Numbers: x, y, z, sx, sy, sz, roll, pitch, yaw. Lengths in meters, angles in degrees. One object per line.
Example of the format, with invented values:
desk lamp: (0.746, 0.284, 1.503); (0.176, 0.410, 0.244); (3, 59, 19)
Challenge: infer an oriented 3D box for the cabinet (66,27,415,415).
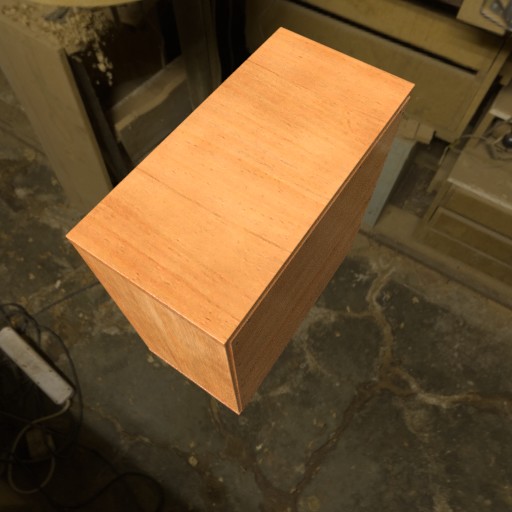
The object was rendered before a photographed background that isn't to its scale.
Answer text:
cabinet: (0.000, 0.000, 1.437); (0.419, 1.001, 0.800); (31, 66, 15)
